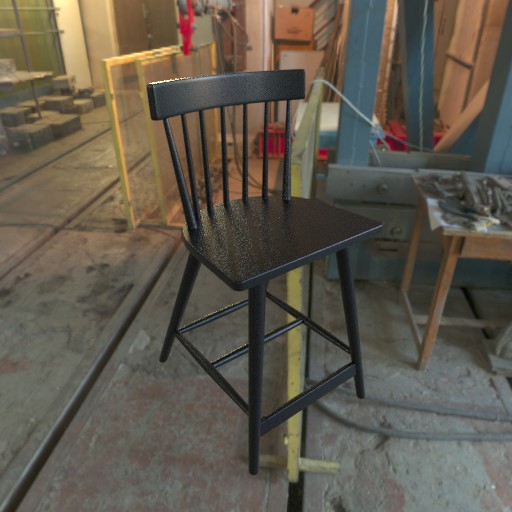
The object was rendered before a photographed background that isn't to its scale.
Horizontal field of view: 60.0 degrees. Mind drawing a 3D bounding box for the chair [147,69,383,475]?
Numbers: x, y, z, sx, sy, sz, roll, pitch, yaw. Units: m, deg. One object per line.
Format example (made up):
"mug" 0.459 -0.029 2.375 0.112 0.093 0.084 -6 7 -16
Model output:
"chair" 0.000 0.000 1.275 0.483 0.952 0.572 -21 35 -32
